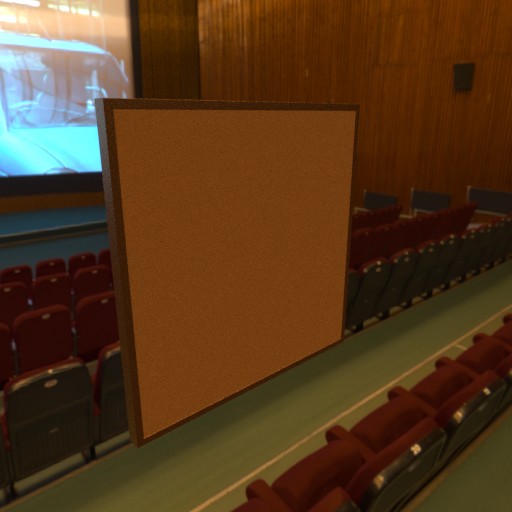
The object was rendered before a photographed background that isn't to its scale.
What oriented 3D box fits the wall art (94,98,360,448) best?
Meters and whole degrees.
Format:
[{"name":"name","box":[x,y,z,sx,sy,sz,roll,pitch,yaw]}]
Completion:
[{"name":"wall art","box":[0.000,0.000,1.159,0.762,0.762,0.038,-15,23,-39]}]
